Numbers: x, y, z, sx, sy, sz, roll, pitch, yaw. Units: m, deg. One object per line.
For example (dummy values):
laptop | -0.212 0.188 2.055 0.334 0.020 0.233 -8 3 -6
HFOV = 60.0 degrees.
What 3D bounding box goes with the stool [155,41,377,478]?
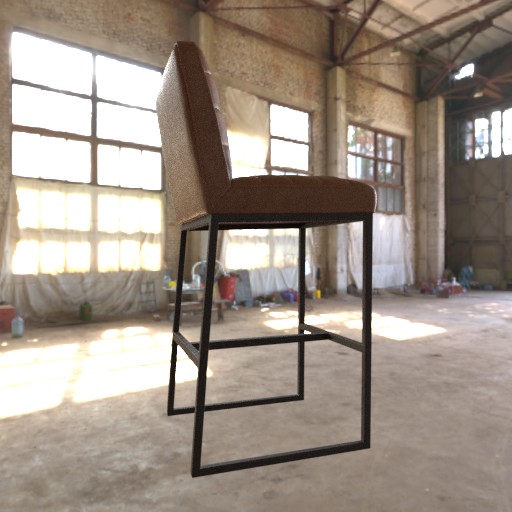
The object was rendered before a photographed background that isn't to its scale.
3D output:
stool | 0.000 0.000 1.321 0.556 1.040 0.458 0 0 -19
